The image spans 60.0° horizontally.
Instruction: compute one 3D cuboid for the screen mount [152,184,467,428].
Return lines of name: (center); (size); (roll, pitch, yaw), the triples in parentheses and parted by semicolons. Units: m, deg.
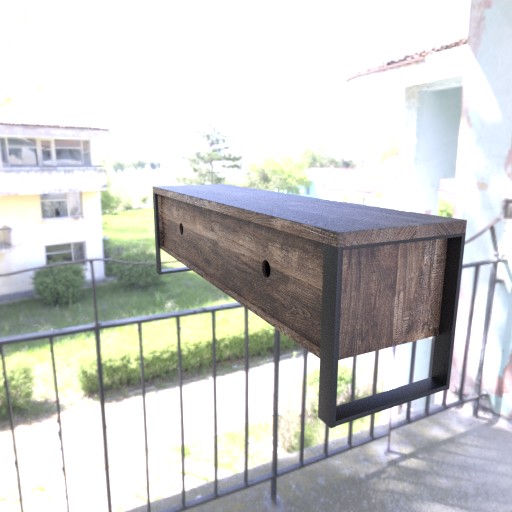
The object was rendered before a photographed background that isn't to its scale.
screen mount: (0.000, 0.000, 1.702); (0.395, 0.450, 1.524); (-6, 14, -26)
